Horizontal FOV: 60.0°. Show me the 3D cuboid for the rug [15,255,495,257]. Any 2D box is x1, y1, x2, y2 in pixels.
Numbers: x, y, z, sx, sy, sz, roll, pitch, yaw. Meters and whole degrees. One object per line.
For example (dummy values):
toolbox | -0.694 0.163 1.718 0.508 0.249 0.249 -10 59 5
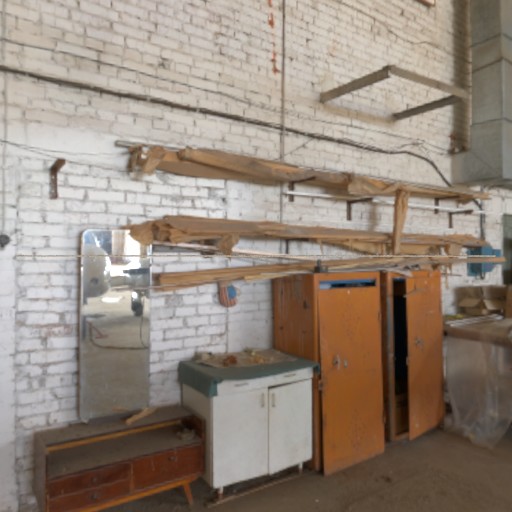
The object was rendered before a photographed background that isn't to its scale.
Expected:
rug | 0.000 0.000 4.152 3.205 0.015 2.437 0 0 1
